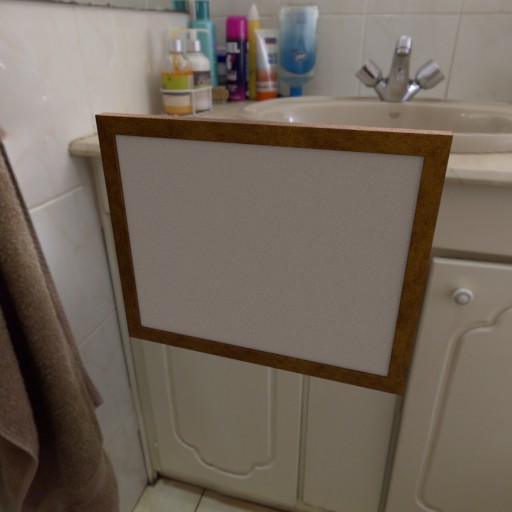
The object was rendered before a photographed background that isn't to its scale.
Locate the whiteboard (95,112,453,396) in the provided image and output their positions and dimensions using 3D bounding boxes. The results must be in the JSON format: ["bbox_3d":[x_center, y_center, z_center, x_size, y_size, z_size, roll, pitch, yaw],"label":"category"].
[{"bbox_3d":[0.000,0.000,0.781,0.561,0.457,0.029,8,27,16],"label":"whiteboard"}]
